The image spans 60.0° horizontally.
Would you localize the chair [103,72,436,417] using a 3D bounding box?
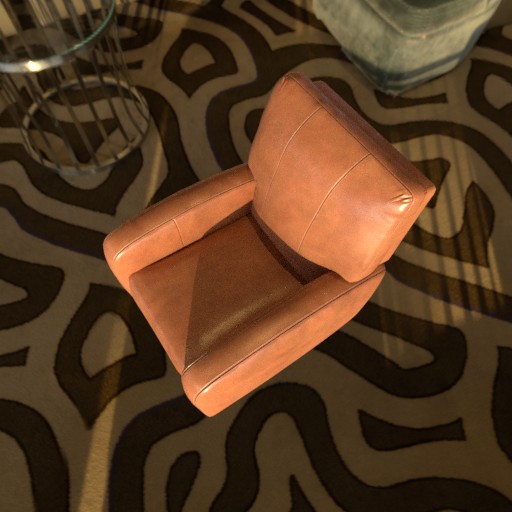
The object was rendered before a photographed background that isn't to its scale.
[{"bbox_3d":[0.000,0.000,1.739,0.990,0.990,0.762,-32,67,-15],"label":"chair"}]
